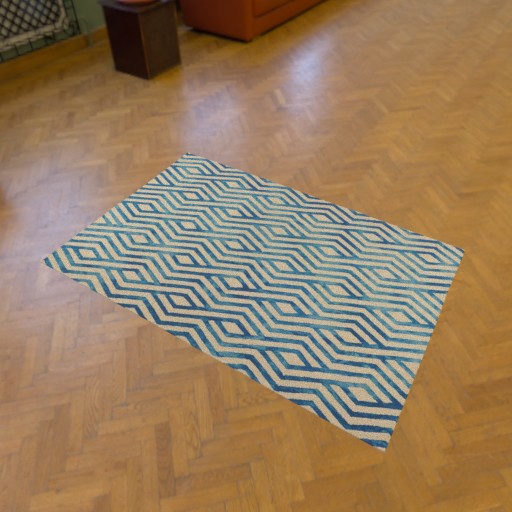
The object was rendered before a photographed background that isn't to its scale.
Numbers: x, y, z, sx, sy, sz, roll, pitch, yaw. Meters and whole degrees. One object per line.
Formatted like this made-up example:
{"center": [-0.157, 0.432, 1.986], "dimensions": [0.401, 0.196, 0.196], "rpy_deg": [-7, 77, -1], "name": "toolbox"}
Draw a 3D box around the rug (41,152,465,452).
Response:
{"center": [0.000, 0.000, 2.294], "dimensions": [1.830, 0.008, 1.225], "rpy_deg": [23, 49, 22], "name": "rug"}
